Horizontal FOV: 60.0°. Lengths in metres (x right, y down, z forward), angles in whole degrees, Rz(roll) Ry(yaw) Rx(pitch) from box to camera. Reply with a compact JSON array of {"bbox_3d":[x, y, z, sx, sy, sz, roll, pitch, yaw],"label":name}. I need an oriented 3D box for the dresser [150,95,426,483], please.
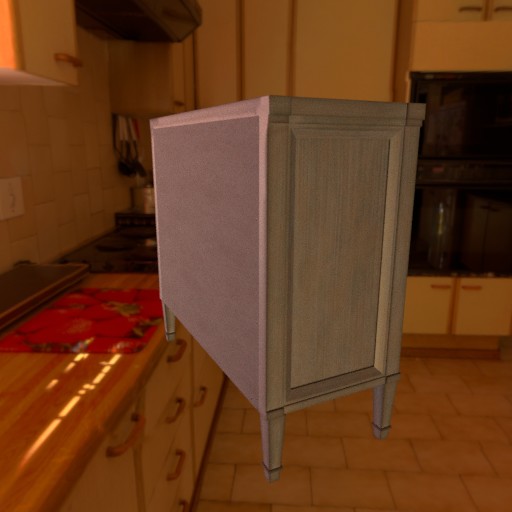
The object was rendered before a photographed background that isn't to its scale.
[{"bbox_3d":[0.000,0.000,1.607,0.463,0.986,1.049,-7,16,-26],"label":"dresser"}]
